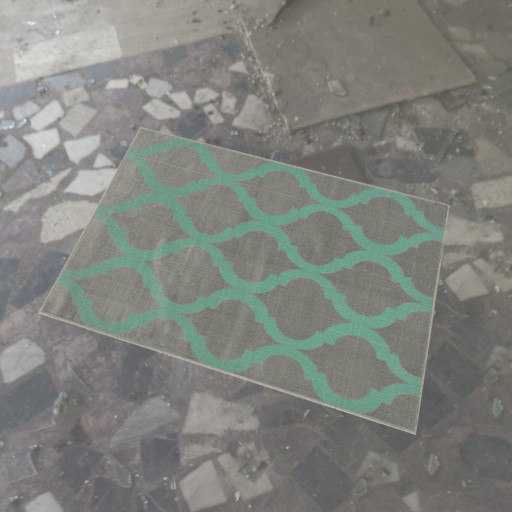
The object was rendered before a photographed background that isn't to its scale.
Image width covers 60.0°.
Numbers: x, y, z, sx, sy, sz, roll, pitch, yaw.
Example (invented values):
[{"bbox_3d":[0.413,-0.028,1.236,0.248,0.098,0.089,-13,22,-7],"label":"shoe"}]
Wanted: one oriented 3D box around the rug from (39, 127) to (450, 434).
[{"bbox_3d":[0.000,0.000,2.854,2.286,0.006,1.524,16,65,7],"label":"rug"}]
